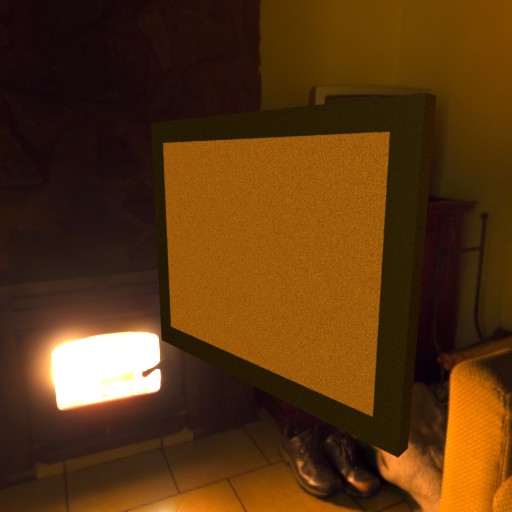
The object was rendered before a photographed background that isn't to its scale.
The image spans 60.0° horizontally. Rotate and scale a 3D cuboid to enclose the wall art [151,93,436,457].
[{"bbox_3d":[0.000,0.000,0.743,0.561,0.460,0.028,12,17,44],"label":"wall art"}]
